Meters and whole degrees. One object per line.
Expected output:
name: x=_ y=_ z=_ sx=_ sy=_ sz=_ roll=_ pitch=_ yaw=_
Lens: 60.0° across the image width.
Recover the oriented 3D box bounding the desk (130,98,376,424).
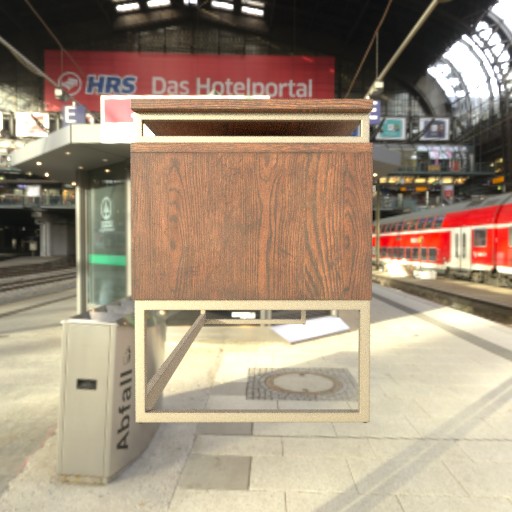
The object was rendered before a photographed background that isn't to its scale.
desk: x=0.000 y=0.000 z=1.765 sx=0.610 sy=0.792 sz=1.384 roll=0 pitch=2 yaw=0
